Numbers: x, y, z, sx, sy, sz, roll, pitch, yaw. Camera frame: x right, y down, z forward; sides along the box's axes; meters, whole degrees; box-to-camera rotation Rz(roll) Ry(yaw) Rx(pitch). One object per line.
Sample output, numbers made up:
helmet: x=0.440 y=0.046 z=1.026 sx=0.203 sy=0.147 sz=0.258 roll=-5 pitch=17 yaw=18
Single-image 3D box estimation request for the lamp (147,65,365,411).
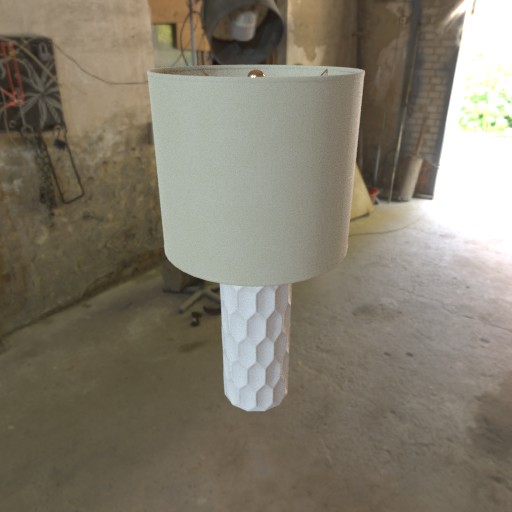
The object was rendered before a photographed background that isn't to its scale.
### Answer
lamp: x=0.000 y=0.000 z=0.691 sx=0.277 sy=0.537 sz=0.277 roll=0 pitch=26 yaw=0
